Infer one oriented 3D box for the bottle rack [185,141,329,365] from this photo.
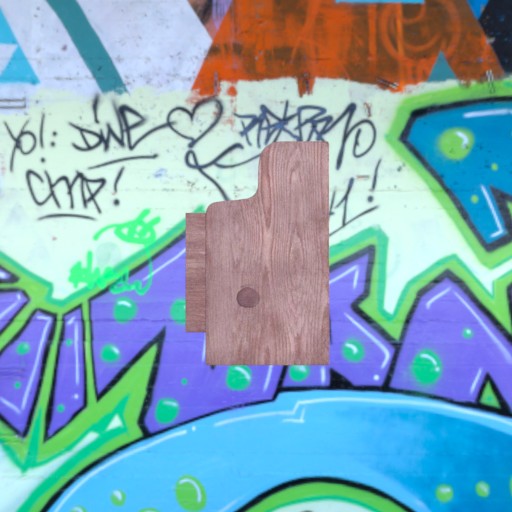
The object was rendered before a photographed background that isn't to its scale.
[{"bbox_3d":[0.000,0.000,0.692,0.126,0.196,0.608,0,0,0],"label":"bottle rack"}]
